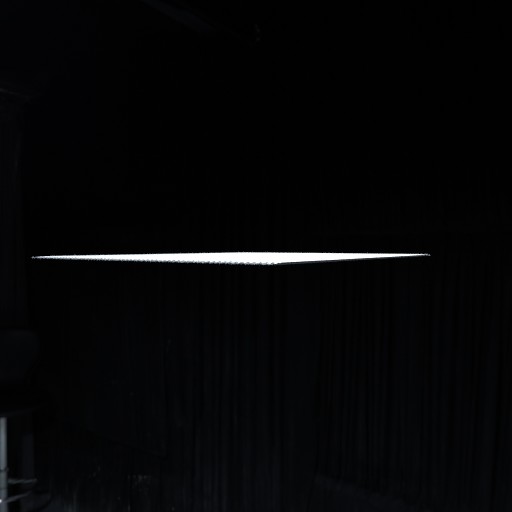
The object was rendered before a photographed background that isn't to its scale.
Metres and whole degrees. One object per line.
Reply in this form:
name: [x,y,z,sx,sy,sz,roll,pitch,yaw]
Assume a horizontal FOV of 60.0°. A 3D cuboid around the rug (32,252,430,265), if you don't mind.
rug: [0.000,0.000,4.032,2.312,0.013,2.940,1,2,36]
